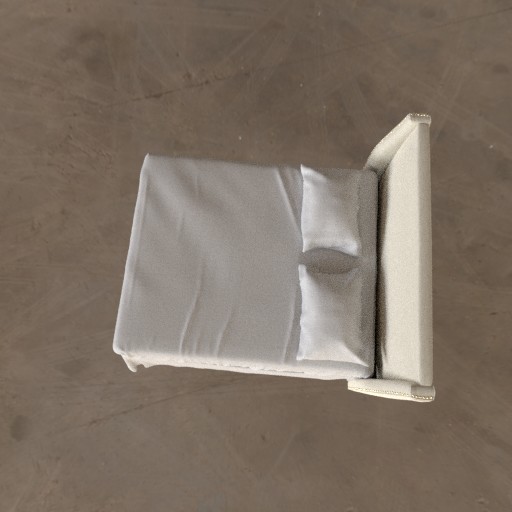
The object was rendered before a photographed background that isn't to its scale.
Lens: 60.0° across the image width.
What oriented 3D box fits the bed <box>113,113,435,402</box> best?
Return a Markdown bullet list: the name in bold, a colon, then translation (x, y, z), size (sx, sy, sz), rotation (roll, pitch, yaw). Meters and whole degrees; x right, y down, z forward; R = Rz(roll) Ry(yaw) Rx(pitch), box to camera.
- **bed**: translation (0.000, 0.000, 3.460), size (2.276, 1.332, 1.925), rotation (5, 75, 1)
